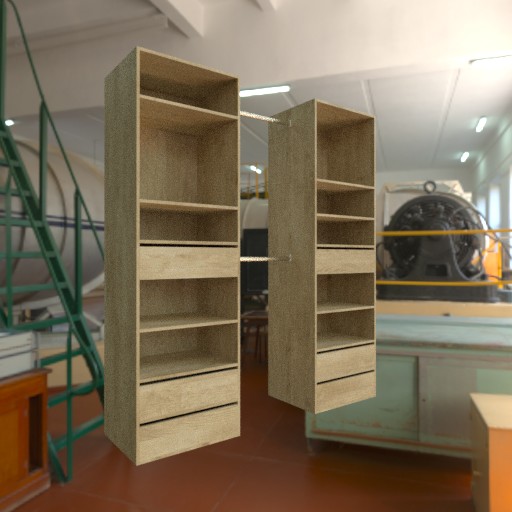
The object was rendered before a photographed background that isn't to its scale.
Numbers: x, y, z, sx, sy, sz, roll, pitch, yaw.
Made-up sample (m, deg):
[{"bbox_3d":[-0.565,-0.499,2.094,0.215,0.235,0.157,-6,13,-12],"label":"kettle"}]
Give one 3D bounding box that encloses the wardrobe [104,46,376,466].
[{"bbox_3d":[0.000,0.000,2.830,1.770,2.000,0.480,0,0,-36],"label":"wardrobe"}]
